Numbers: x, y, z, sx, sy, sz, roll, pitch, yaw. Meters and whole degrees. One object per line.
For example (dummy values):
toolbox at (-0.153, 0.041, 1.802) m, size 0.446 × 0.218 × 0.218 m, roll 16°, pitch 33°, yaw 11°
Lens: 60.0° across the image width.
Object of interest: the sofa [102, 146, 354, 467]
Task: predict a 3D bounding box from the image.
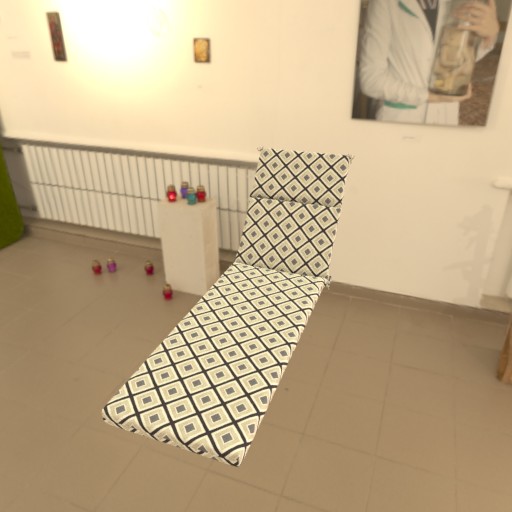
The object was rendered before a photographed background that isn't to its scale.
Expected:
sofa at (0.000, 0.000, 2.004) m, size 0.582 × 0.622 × 1.663 m, roll 10°, pitch 29°, yaw 18°
